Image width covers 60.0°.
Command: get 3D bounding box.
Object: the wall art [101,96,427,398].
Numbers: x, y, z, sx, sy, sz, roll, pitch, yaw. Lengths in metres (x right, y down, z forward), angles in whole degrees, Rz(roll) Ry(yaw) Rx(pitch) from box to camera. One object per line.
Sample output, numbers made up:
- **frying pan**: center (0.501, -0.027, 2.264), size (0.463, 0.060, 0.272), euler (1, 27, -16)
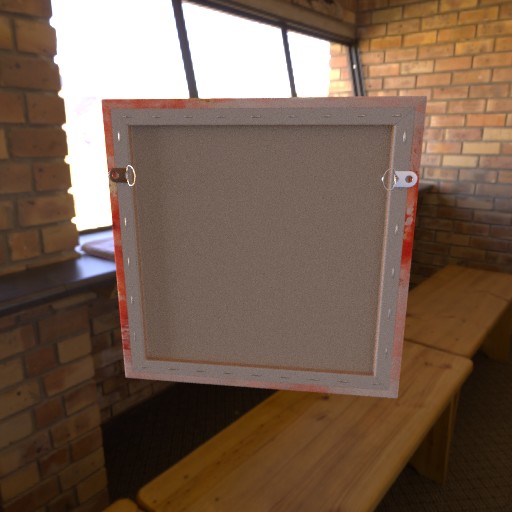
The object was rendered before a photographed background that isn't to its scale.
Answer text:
- **wall art**: center (0.000, 0.000, 1.300), size (0.878, 0.878, 0.066), euler (2, 16, 8)
